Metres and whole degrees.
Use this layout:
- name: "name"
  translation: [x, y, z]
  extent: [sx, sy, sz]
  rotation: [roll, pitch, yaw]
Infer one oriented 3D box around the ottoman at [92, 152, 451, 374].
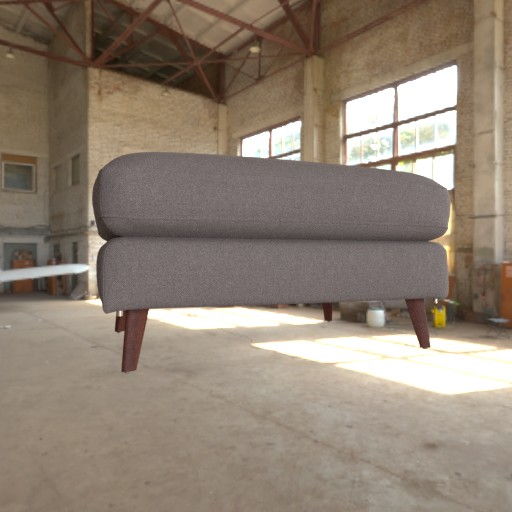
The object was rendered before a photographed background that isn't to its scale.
- name: "ottoman"
  translation: [0.000, 0.000, 1.180]
  extent: [0.811, 0.449, 0.608]
  rotation: [0, 0, -19]
